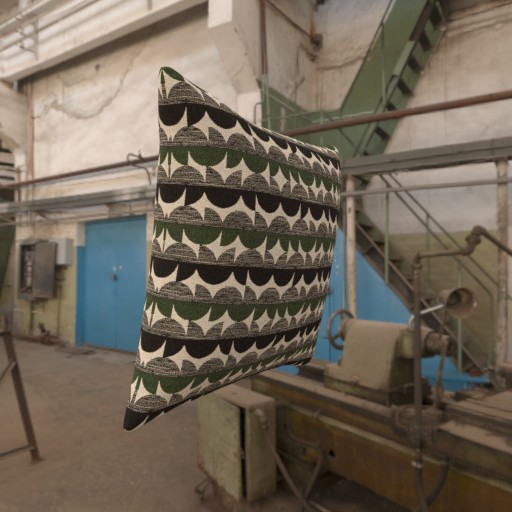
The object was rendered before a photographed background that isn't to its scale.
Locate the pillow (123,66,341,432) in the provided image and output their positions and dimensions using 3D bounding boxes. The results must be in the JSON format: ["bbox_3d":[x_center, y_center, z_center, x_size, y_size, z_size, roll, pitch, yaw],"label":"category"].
[{"bbox_3d":[0.000,0.000,0.655,0.180,0.404,0.419,-1,-1,36],"label":"pillow"}]
